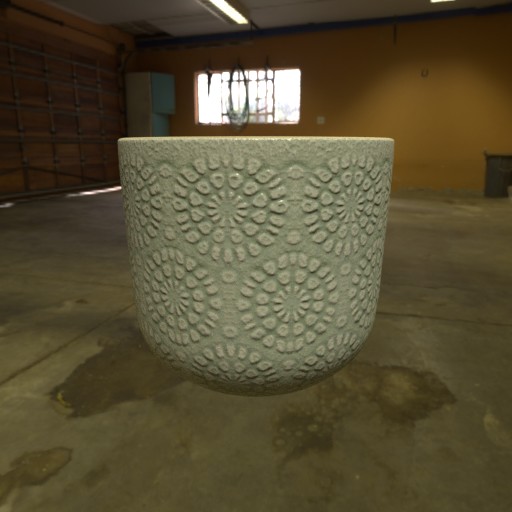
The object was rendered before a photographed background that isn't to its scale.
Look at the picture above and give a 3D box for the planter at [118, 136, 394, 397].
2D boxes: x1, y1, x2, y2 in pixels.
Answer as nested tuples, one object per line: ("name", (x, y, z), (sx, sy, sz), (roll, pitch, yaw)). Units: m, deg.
("planter", (0.000, 0.000, 0.301), (0.169, 0.153, 0.169), (0, 14, 0))
